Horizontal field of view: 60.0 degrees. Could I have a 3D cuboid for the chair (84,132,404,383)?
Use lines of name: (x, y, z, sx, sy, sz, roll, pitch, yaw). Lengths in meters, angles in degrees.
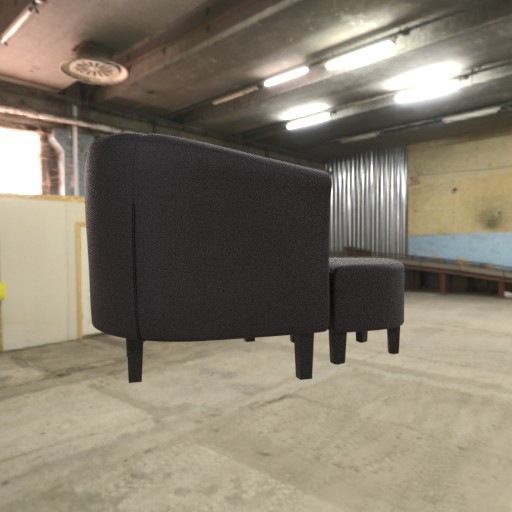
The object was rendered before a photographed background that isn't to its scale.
chair: (0.000, 0.000, 1.653, 1.191, 0.760, 0.763, 0, 1, -18)
